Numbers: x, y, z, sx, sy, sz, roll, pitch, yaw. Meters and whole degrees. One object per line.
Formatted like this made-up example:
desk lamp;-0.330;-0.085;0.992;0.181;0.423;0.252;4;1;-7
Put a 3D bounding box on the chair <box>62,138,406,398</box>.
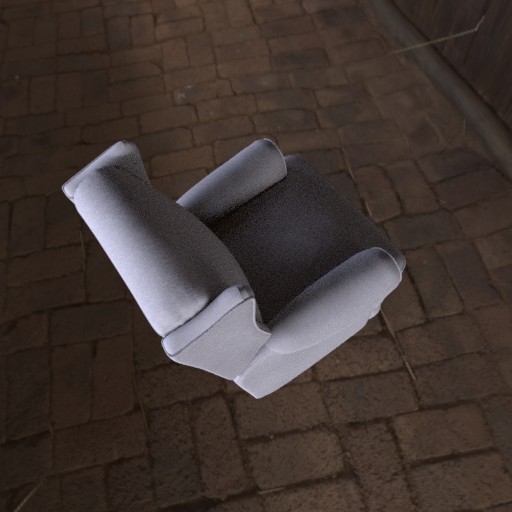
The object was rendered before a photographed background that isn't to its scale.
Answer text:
chair;0.000;0.000;1.689;0.969;1.011;0.847;-31;63;-18
